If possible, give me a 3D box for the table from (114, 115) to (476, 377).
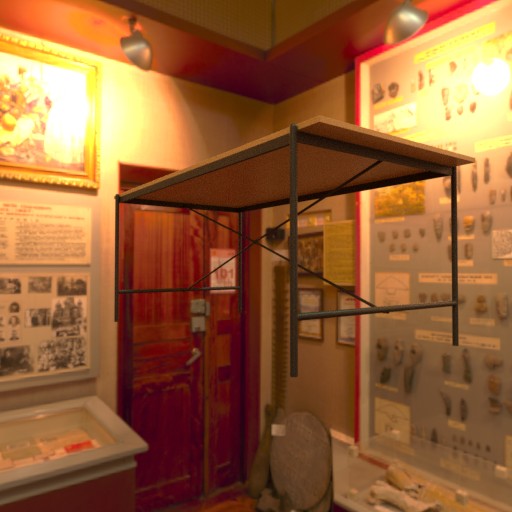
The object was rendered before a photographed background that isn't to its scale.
[{"bbox_3d":[0.000,0.000,2.233,0.900,0.758,1.800,1,-2,-36],"label":"table"}]
